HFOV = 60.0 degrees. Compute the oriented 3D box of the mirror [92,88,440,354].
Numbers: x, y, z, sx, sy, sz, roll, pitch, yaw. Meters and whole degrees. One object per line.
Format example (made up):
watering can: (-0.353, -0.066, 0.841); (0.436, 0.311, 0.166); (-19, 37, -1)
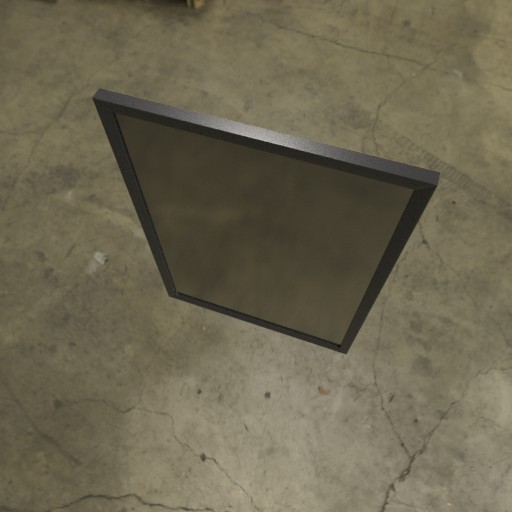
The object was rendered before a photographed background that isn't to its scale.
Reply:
mirror: (0.000, 0.000, 1.370); (0.762, 1.016, 0.040); (17, 60, 10)
